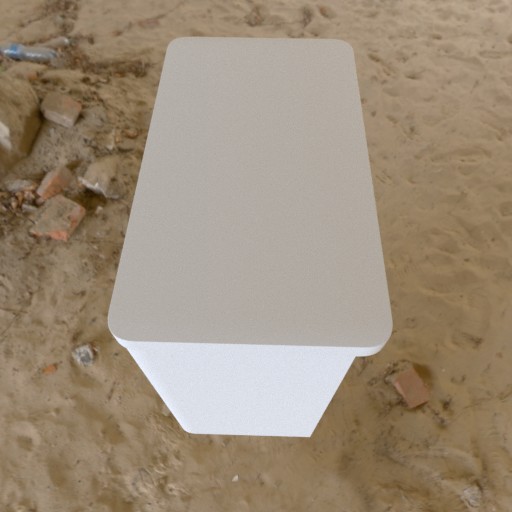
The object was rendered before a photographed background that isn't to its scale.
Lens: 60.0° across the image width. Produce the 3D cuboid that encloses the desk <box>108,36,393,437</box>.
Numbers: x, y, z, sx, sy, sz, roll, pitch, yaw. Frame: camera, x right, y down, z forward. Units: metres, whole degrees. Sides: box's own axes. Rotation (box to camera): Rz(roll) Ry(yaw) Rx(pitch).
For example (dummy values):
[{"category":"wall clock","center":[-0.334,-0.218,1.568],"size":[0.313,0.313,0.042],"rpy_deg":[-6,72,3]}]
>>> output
[{"category":"desk","center":[0.000,0.000,1.202],"size":[0.446,0.760,0.790],"rpy_deg":[1,58,1]}]
